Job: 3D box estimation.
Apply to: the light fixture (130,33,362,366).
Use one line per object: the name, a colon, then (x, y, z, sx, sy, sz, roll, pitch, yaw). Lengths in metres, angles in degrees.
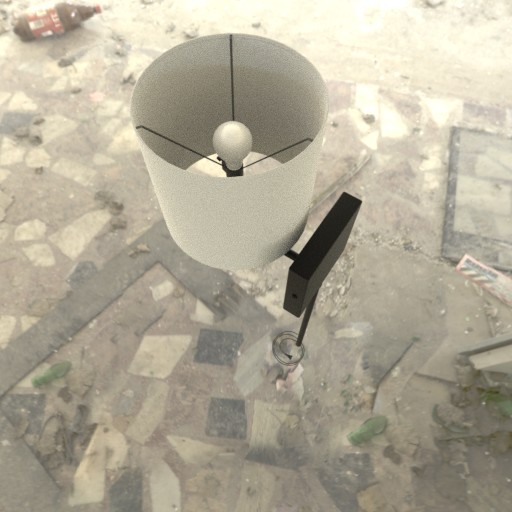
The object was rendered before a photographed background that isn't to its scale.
light fixture: (0.000, 0.000, 0.674, 0.248, 0.589, 0.188, 31, 67, 15)
